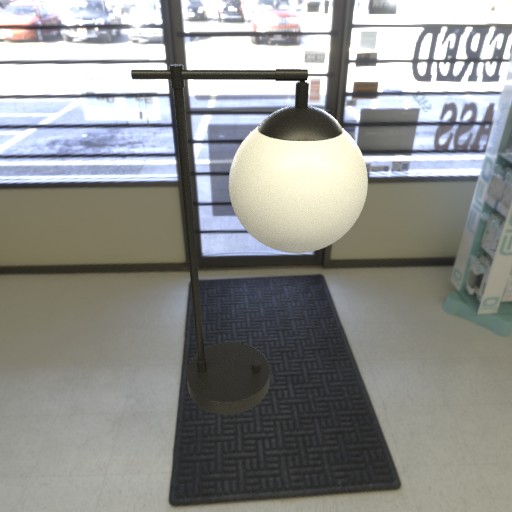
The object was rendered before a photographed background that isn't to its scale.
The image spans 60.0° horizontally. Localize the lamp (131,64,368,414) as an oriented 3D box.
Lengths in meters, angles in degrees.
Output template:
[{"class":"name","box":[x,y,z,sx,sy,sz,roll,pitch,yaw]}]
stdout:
[{"class":"lamp","box":[0.000,0.000,0.701,0.316,0.559,0.197,1,31,1]}]
